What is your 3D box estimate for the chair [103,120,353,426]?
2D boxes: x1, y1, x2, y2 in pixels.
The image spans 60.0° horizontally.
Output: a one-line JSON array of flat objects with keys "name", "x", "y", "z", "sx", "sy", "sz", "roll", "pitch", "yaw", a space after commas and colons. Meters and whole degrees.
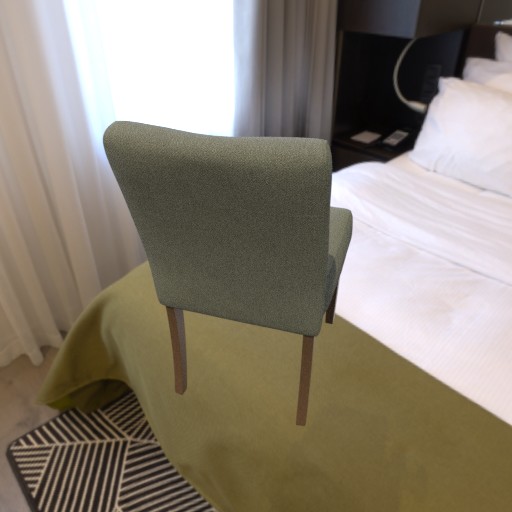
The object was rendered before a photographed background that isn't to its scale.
[{"name": "chair", "x": 0.000, "y": 0.000, "z": 1.260, "sx": 0.487, "sy": 0.882, "sz": 0.629, "roll": 10, "pitch": 35, "yaw": 14}]
